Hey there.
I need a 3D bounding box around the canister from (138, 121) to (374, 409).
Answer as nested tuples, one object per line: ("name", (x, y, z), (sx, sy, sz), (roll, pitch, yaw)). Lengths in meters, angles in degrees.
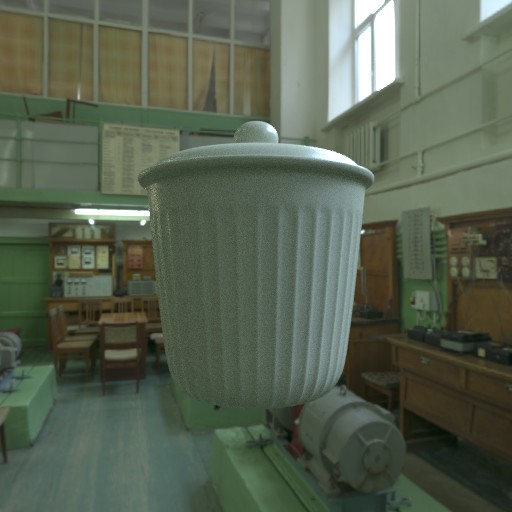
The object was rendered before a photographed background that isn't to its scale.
("canister", (0.000, 0.000, 0.350), (0.181, 0.211, 0.181), (0, -1, 0))
